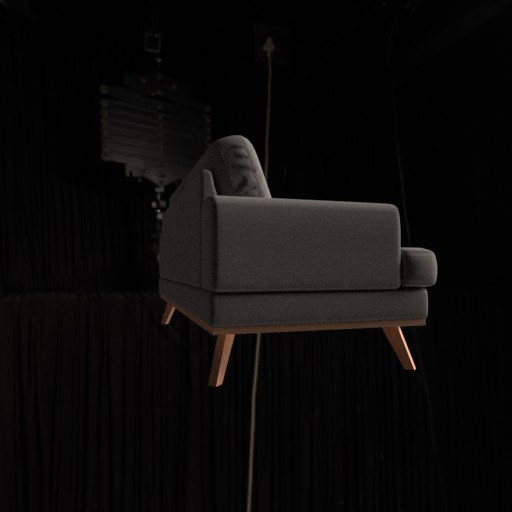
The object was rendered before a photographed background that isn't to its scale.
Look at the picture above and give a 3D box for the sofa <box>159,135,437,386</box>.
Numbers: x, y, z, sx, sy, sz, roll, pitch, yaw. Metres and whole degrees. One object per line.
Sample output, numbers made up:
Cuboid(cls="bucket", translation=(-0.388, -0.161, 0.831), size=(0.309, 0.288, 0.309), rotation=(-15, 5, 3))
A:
Cuboid(cls="sofa", translation=(0.000, 0.000, 2.153), size=(0.785, 0.810, 1.650), rotation=(0, -1, -17))
